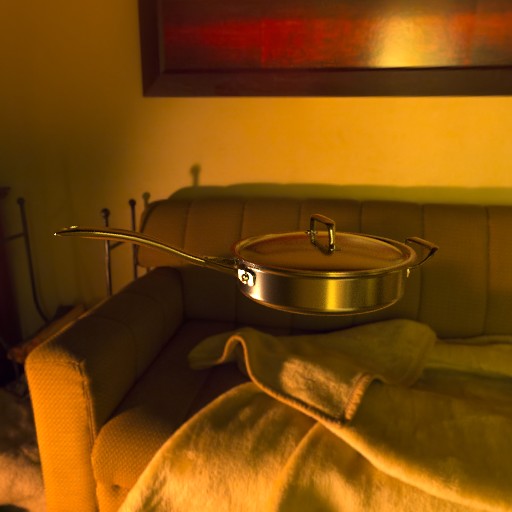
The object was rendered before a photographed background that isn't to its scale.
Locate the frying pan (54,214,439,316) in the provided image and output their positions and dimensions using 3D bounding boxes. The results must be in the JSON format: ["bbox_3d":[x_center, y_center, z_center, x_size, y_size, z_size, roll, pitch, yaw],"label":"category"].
[{"bbox_3d":[0.000,0.000,0.668,0.561,0.114,0.280,-3,14,-10],"label":"frying pan"}]
